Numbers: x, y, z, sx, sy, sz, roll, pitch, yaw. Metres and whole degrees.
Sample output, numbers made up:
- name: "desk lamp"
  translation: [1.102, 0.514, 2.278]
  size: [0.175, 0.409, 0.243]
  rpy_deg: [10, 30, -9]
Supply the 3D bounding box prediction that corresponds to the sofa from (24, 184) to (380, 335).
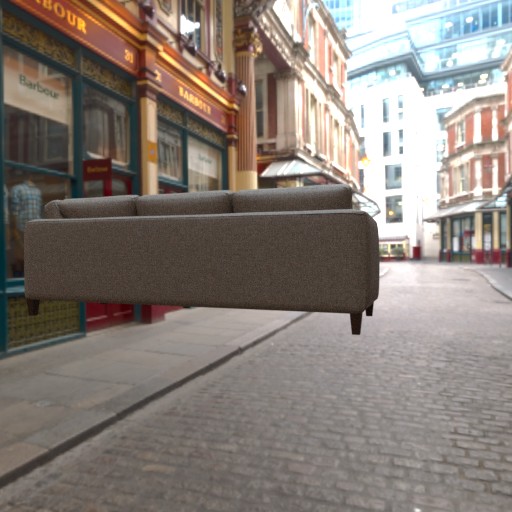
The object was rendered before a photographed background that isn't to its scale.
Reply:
- name: "sofa"
  translation: [0.000, 0.000, 4.487]
  size: [2.551, 0.889, 3.403]
  rpy_deg: [0, 0, 19]
